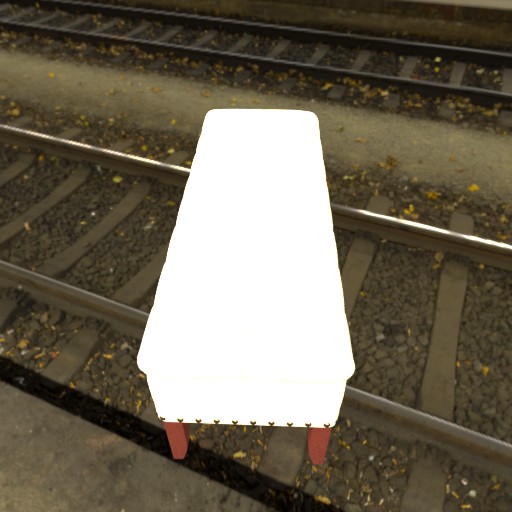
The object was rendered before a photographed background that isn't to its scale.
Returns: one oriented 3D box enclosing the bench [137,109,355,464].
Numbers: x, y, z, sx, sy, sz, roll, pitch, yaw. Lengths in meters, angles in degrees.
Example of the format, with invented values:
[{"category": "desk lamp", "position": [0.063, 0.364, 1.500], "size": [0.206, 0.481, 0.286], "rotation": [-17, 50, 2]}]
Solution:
[{"category": "bench", "position": [0.000, 0.000, 1.312], "size": [0.400, 0.470, 1.054], "rotation": [1, 42, 2]}]
